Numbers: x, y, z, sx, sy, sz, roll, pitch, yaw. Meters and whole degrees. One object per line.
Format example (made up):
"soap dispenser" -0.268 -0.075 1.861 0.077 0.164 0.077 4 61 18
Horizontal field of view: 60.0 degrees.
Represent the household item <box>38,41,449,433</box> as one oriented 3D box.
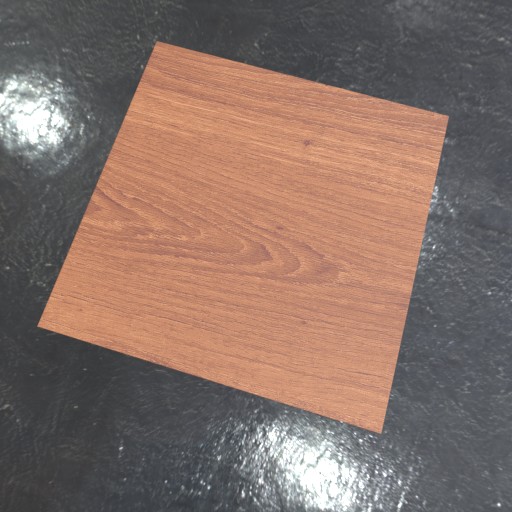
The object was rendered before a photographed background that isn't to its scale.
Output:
"household item" 0.000 0.000 0.732 0.400 0.400 0.400 16 76 4
